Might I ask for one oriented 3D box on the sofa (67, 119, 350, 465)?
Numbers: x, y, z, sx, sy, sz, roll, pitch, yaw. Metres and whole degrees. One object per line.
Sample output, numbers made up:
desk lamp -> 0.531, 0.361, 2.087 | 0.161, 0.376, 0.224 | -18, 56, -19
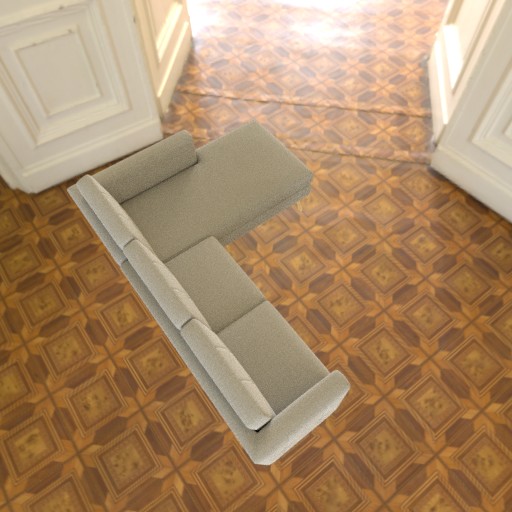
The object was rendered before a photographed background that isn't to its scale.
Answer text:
sofa -> 0.000, 0.000, 2.883 | 1.530, 0.860, 2.040 | -33, 64, -18
